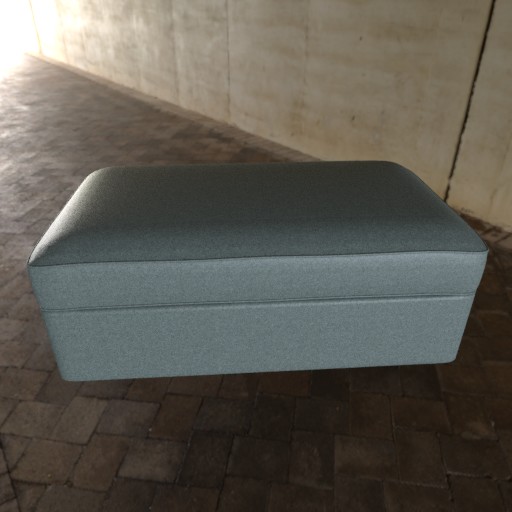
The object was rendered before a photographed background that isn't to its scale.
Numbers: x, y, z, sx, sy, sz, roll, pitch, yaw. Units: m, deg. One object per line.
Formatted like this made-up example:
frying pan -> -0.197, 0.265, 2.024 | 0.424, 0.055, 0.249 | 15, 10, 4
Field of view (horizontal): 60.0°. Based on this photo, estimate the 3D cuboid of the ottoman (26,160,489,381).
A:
ottoman -> 0.000, 0.000, 1.472 | 1.173, 0.494, 0.681 | -2, 31, -3
